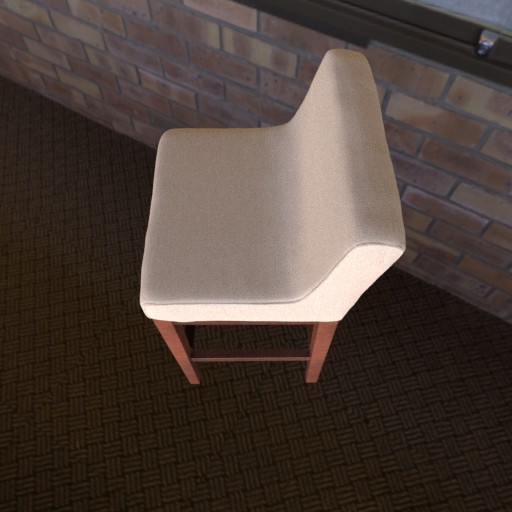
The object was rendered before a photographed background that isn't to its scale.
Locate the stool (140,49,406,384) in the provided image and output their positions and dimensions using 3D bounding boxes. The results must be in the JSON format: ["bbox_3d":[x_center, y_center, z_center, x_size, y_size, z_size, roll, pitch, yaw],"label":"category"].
[{"bbox_3d":[0.000,0.000,1.224,0.500,0.937,0.511,-1,60,0],"label":"stool"}]
